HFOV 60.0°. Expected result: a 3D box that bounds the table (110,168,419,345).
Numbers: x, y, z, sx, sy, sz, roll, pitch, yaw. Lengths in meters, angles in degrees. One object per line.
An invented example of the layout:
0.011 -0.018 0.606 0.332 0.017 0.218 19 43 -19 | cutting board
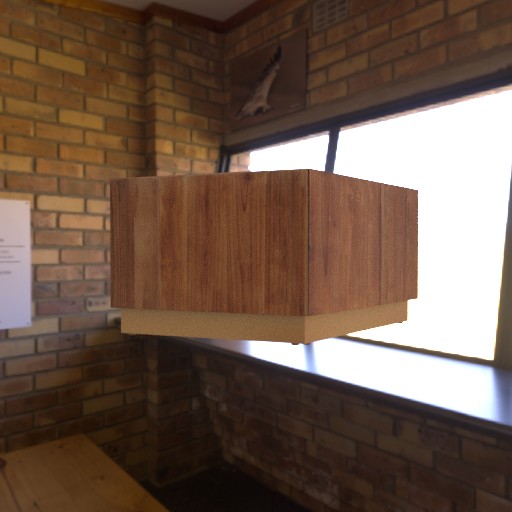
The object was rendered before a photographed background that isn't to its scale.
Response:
0.000 0.000 1.674 1.154 0.456 1.000 0 1 17 | table
